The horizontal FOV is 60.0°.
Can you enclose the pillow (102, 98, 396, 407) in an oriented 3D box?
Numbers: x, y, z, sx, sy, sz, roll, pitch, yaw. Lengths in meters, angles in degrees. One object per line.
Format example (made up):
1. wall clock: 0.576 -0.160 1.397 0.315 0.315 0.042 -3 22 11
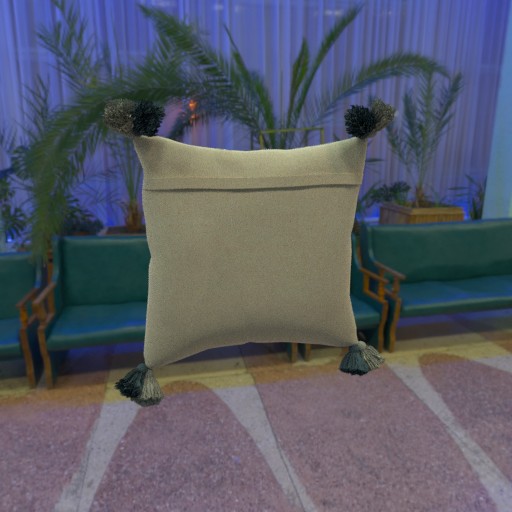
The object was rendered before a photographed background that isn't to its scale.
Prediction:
1. pillow: 0.000 0.000 0.933 0.614 0.634 0.138 -3 15 -10
